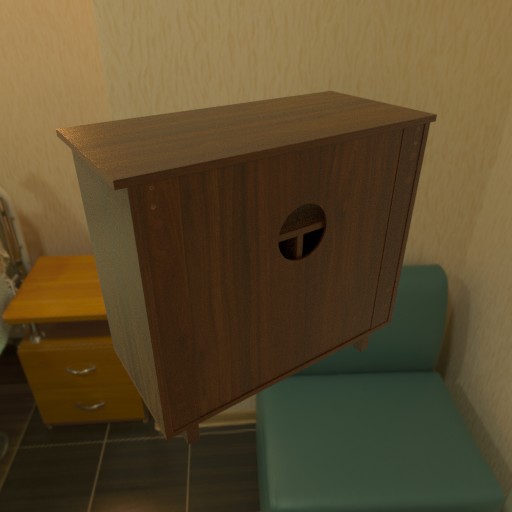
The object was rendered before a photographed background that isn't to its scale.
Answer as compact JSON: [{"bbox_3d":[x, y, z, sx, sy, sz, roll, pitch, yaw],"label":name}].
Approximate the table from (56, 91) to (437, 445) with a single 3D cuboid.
[{"bbox_3d":[0.000,0.000,1.209,0.802,0.725,0.390,-19,35,-29],"label":"table"}]
